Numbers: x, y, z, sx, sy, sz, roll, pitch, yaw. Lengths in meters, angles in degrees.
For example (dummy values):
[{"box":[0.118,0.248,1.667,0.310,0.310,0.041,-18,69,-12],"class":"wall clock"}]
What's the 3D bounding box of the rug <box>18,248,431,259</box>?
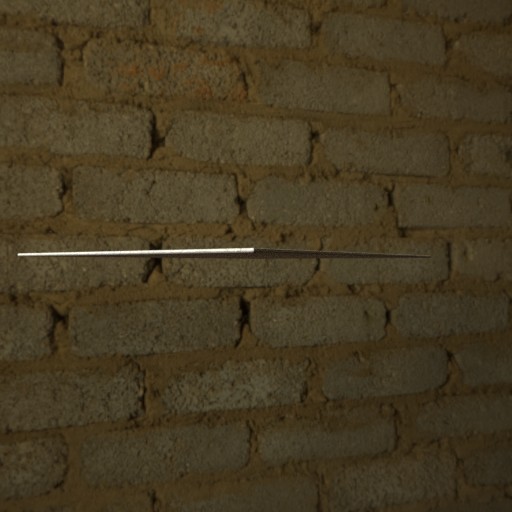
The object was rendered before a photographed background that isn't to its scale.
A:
[{"box":[0.000,0.000,2.726,1.526,0.015,2.132,-1,-1,36],"class":"rug"}]
